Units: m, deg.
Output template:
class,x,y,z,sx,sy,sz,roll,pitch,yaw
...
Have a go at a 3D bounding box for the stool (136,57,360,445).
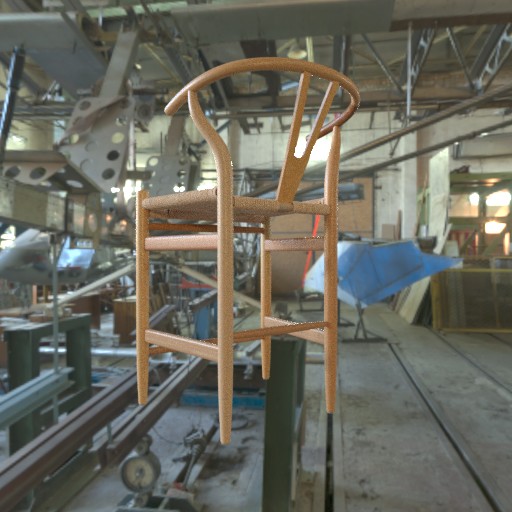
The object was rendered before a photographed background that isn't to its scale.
class,x,y,z,sx,sy,sz,roll,pitch,yaw
stool,0.000,0.000,1.298,0.536,0.923,0.575,0,0,-36
